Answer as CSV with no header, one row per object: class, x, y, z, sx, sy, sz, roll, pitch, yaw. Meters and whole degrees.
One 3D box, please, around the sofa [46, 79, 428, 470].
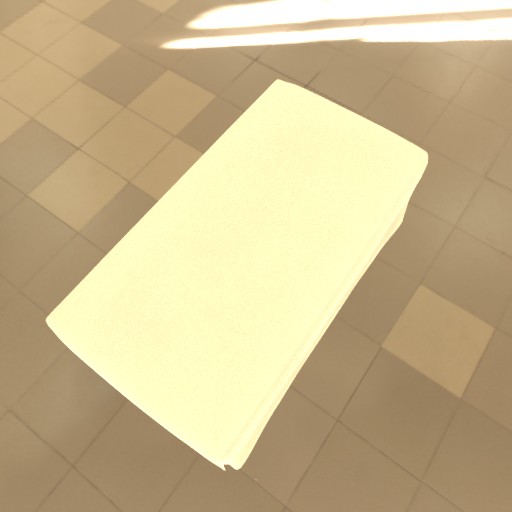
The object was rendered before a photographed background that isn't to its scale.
sofa,0.000,0.000,2.105,0.939,0.552,1.677,32,68,15
